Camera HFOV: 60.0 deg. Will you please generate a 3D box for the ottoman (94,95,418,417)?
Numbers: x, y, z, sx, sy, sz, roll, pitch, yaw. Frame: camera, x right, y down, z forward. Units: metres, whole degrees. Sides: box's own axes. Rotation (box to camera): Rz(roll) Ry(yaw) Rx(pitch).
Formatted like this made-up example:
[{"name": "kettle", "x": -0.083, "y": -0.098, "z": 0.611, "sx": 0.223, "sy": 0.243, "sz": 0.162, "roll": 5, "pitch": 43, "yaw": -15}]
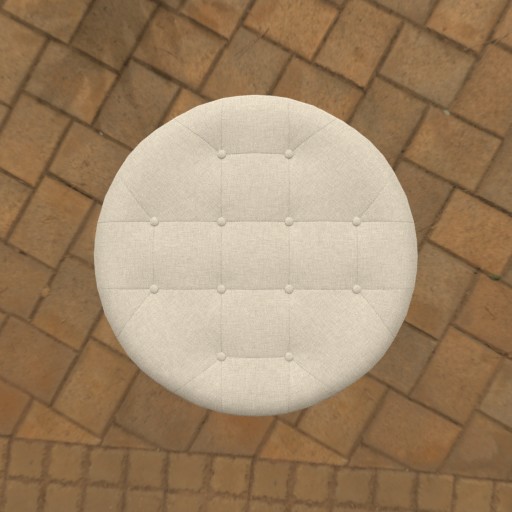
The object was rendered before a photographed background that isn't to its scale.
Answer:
[{"name": "ottoman", "x": 0.000, "y": 0.000, "z": 1.337, "sx": 0.850, "sy": 0.483, "sz": 0.850, "roll": 0, "pitch": 90, "yaw": 1}]
